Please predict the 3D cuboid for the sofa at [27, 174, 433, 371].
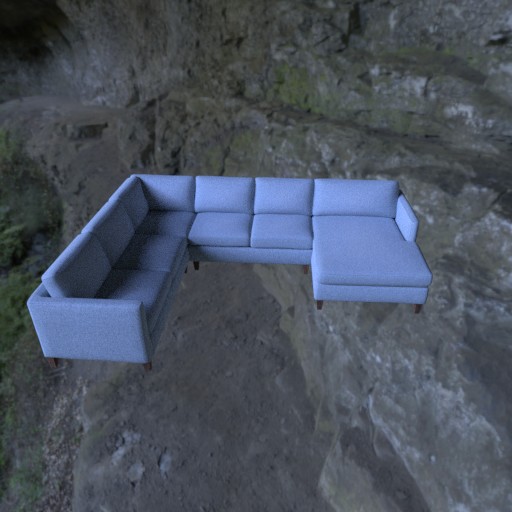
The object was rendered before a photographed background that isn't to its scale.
[{"bbox_3d":[0.000,0.000,4.490,3.403,0.889,2.551,2,31,3],"label":"sofa"}]
